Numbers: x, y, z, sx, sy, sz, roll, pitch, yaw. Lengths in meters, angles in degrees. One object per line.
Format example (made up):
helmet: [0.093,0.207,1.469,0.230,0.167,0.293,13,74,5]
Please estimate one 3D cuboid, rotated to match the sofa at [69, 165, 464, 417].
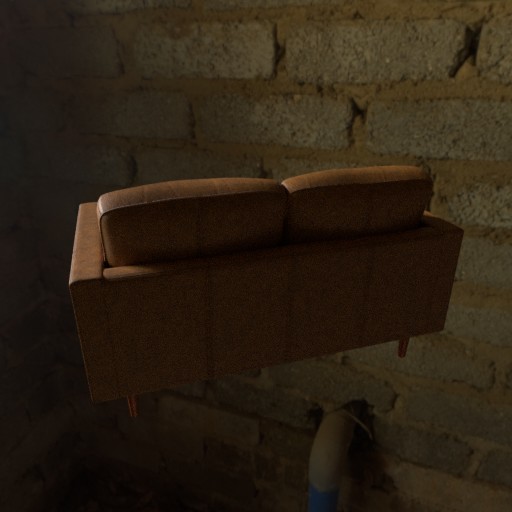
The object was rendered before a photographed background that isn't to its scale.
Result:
sofa: [0.000,0.000,2.143,1.578,0.951,0.909,-8,26,-16]
